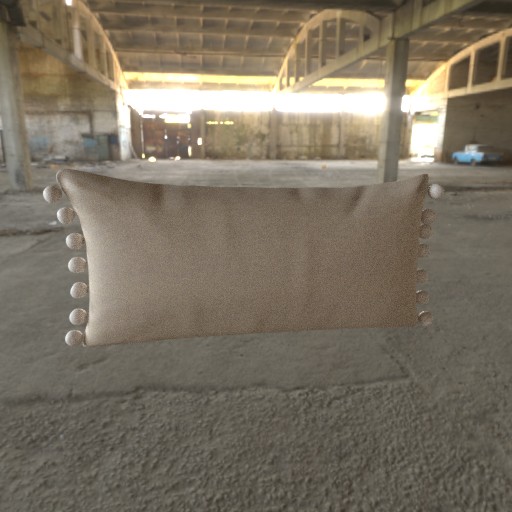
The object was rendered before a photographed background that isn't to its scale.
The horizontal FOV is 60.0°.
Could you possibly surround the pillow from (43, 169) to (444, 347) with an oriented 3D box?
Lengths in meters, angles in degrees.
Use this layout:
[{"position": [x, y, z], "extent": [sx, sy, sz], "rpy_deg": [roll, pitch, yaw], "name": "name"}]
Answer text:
[{"position": [0.000, 0.000, 0.818], "extent": [0.709, 0.322, 0.201], "rpy_deg": [-2, 15, -7], "name": "pillow"}]
